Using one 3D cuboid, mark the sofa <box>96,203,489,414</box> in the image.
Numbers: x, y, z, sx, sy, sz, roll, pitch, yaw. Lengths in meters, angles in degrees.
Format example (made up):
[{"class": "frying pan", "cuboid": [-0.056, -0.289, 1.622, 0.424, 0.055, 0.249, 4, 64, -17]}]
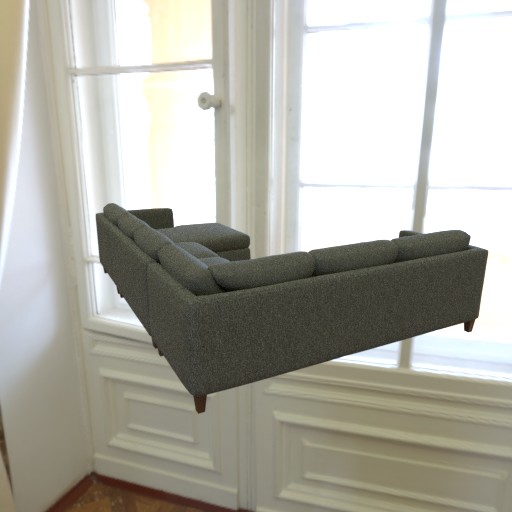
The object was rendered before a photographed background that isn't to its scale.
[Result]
[{"class": "sofa", "cuboid": [0.000, 0.000, 4.379, 2.551, 0.853, 3.238, -8, 17, -27]}]
